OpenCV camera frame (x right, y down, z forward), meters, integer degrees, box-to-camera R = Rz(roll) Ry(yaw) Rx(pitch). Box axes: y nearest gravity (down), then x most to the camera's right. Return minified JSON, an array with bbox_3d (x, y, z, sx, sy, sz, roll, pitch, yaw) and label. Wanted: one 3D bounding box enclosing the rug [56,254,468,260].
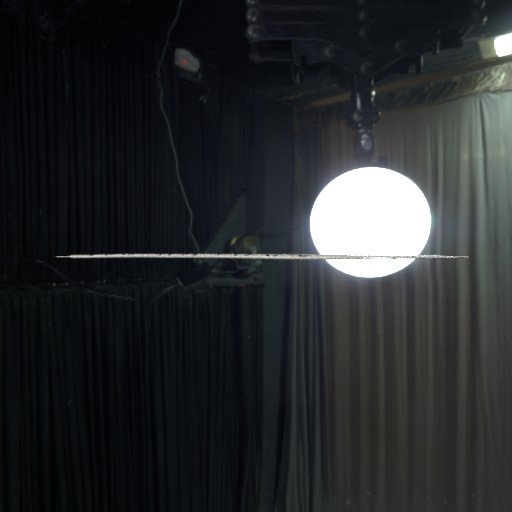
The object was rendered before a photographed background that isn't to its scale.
[{"bbox_3d":[0.000,0.000,3.288,2.615,0.029,1.664,0,0,36],"label":"rug"}]
